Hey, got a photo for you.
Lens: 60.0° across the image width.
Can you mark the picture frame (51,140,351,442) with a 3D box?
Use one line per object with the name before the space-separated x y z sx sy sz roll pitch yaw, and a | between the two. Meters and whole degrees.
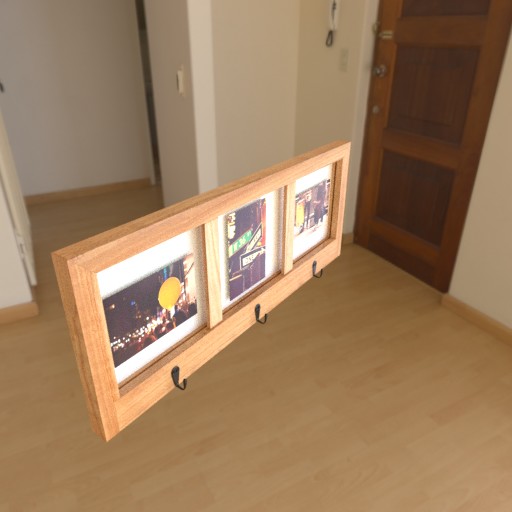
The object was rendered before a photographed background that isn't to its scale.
picture frame | 0.000 0.000 0.661 0.045 0.234 0.582 18 32 32
